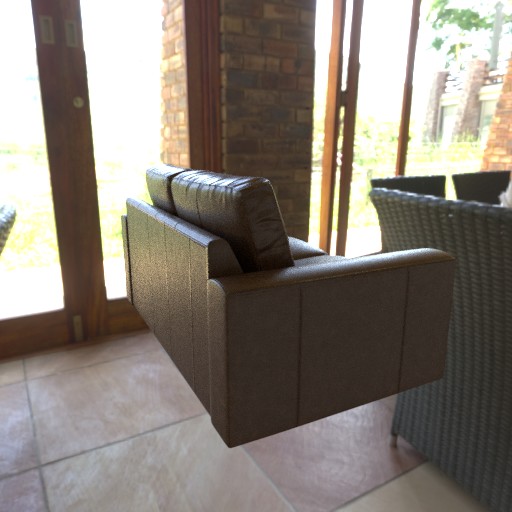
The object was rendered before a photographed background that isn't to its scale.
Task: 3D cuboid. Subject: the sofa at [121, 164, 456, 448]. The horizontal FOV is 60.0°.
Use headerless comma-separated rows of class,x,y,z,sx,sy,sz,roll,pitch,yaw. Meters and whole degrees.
sofa,0.000,0.000,2.226,1.016,0.873,1.616,-7,16,-26
